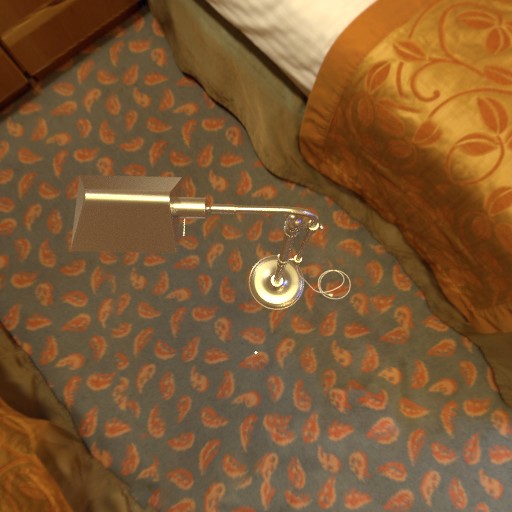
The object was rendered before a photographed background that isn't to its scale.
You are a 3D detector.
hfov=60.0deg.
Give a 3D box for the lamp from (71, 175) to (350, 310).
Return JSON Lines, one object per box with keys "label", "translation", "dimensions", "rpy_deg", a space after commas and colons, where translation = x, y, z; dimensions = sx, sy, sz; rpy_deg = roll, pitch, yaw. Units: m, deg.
{"label": "lamp", "translation": [0.000, 0.000, 0.939], "dimensions": [0.546, 0.708, 0.159], "rpy_deg": [2, 78, 0]}
